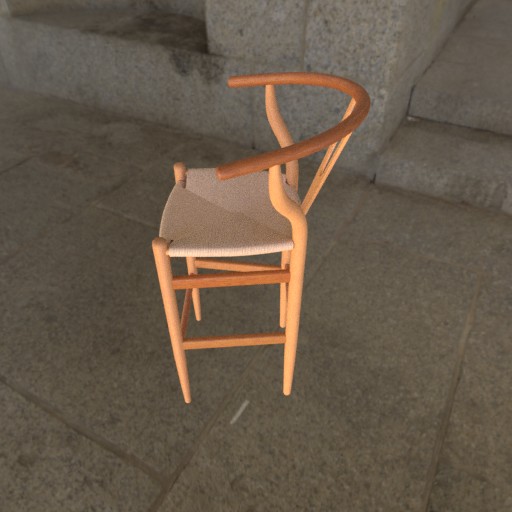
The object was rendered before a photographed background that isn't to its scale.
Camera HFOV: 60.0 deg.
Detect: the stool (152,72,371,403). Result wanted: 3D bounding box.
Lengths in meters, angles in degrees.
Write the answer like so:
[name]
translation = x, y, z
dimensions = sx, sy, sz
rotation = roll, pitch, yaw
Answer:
[stool]
translation = 0.000, 0.000, 1.439
dimensions = 0.561, 1.068, 0.574
rotation = 0, 41, 0
